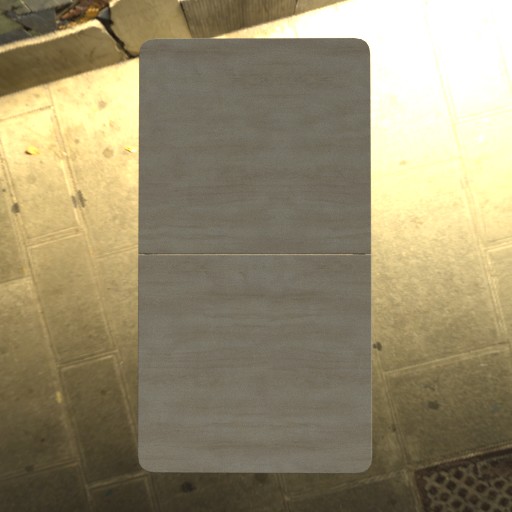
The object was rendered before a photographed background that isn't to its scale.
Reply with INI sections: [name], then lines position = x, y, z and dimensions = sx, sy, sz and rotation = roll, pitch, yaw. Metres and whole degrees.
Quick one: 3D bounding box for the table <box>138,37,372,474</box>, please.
[table]
position = 0.000, 0.000, 1.875
dimensions = 0.750, 0.900, 1.400
rotation = 0, 89, 1
